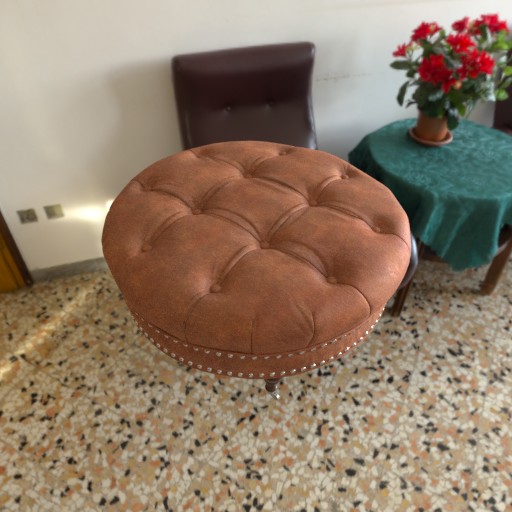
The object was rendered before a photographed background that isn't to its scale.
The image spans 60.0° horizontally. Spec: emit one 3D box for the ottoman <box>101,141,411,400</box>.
[{"bbox_3d":[0.000,0.000,1.422,0.901,0.444,0.901,0,42,0],"label":"ottoman"}]
